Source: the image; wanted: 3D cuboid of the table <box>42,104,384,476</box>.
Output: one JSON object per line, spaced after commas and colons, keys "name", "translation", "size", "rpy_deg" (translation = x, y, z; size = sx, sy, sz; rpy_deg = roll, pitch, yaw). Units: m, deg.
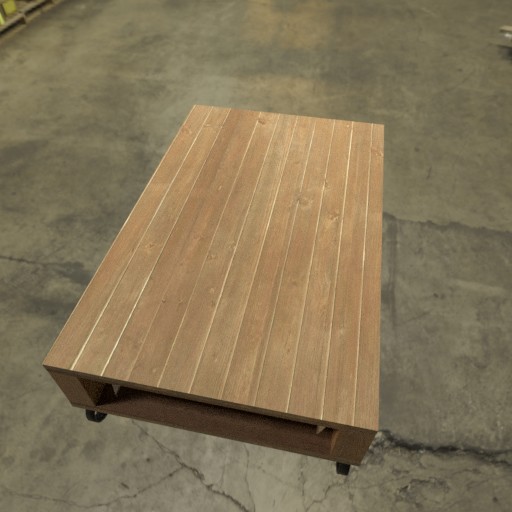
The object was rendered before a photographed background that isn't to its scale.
{"name": "table", "translation": [0.000, 0.000, 1.633], "size": [0.827, 0.413, 1.299], "rpy_deg": [9, 48, 8]}
